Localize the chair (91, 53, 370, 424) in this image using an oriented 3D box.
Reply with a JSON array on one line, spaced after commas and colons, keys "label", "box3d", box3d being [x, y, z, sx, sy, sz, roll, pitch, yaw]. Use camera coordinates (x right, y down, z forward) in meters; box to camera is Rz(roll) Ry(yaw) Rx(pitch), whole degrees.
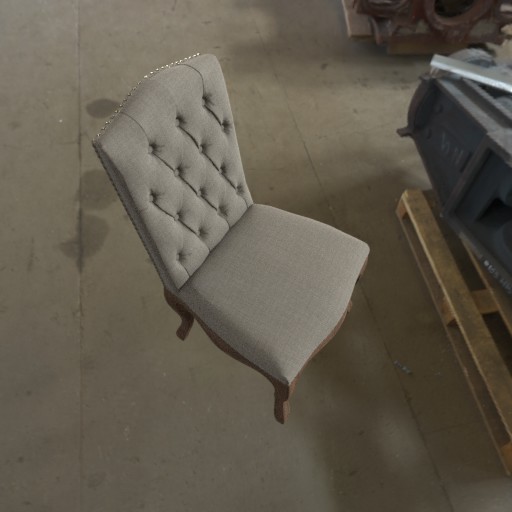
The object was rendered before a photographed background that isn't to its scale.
[{"label": "chair", "box3d": [0.000, 0.000, 1.586, 0.731, 1.191, 0.637, 28, 61, 17]}]
